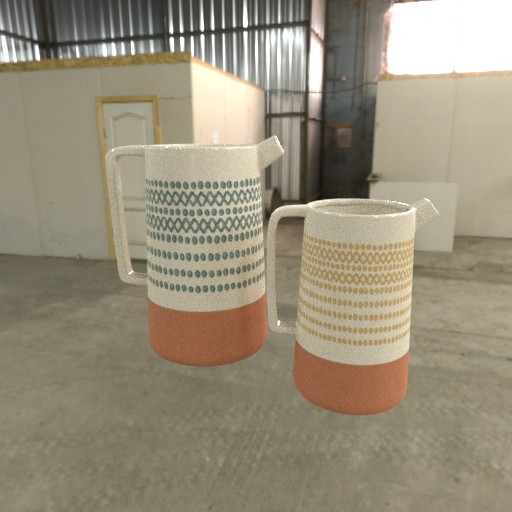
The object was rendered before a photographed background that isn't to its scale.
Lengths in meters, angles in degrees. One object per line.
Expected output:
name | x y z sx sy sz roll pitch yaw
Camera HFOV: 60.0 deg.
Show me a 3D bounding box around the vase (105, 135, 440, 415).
vase | 0.000 0.000 0.472 0.326 0.247 0.168 15 21 42
